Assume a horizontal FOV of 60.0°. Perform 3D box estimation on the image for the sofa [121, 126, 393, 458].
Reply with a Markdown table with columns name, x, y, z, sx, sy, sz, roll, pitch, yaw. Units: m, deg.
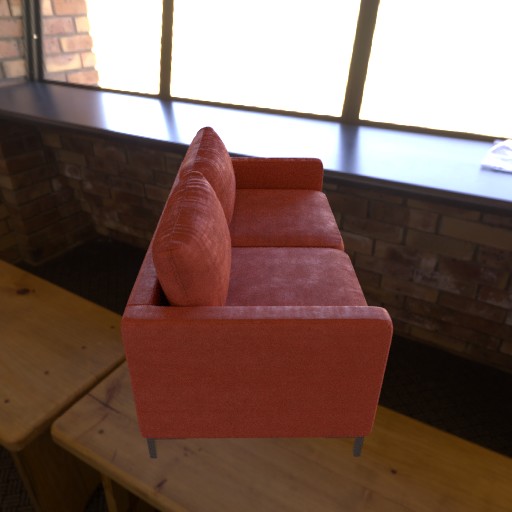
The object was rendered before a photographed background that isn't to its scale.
| name | x | y | z | sx | sy | sz | roll | pitch | yaw |
| --- | --- | --- | --- | --- | --- | --- | --- | --- | --- |
| sofa | 0.000 | 0.000 | 2.113 | 0.864 | 0.896 | 1.574 | -1 | 30 | -1 |
